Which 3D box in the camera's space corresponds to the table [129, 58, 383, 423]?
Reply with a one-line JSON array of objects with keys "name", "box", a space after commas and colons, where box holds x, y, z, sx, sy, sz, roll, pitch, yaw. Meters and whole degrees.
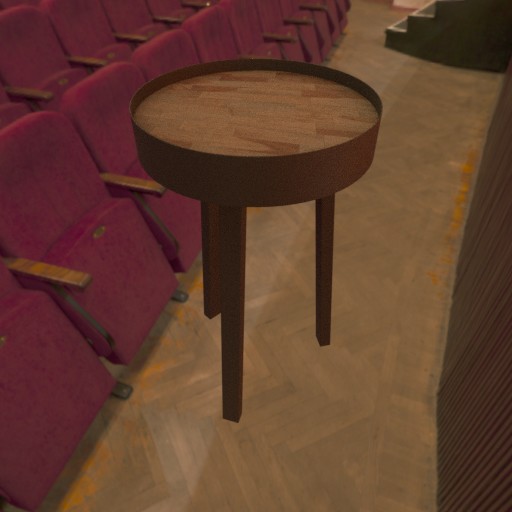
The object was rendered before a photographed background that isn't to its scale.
[{"name": "table", "box": [0.000, 0.000, 0.949, 0.406, 0.686, 0.406, 12, 42, 14]}]
